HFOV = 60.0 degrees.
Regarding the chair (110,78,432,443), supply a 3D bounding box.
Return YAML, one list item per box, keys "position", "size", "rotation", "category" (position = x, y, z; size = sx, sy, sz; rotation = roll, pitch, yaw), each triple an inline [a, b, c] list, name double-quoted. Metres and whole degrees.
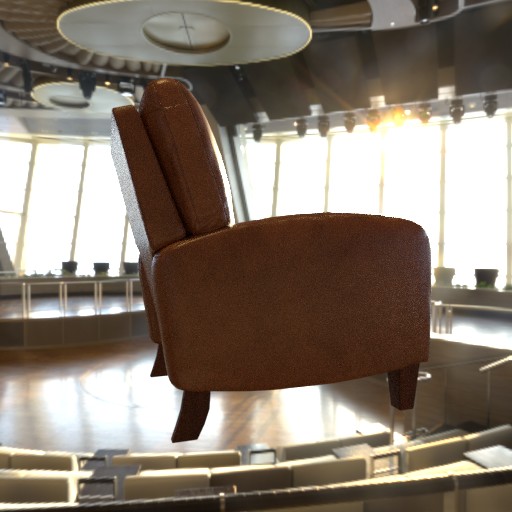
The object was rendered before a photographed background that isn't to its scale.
- position: [0.000, 0.000, 1.601]
  size: [0.990, 0.990, 0.762]
  rotation: [0, 2, -19]
  category: "chair"
